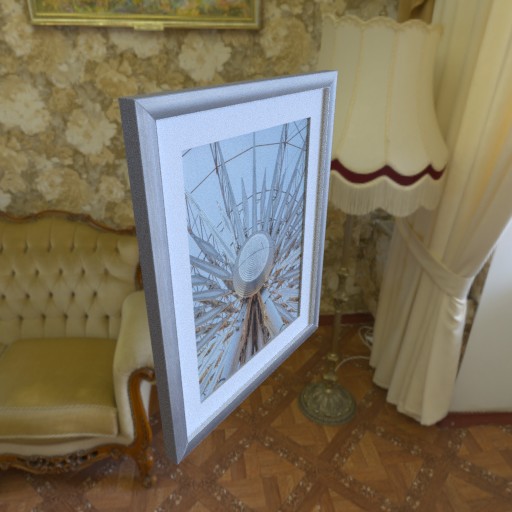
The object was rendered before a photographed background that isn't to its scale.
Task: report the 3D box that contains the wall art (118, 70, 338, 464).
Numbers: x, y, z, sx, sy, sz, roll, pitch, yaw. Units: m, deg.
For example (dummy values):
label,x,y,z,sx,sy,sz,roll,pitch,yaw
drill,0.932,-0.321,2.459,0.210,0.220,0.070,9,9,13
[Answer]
label,x,y,z,sx,sy,sz,roll,pitch,yaw
wall art,0.000,0.000,0.755,0.029,0.558,0.458,18,32,32
